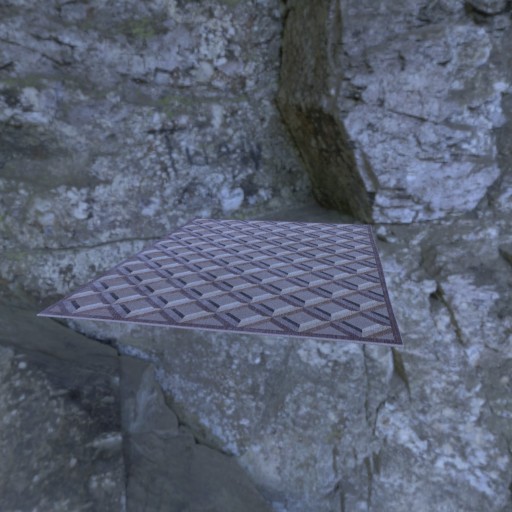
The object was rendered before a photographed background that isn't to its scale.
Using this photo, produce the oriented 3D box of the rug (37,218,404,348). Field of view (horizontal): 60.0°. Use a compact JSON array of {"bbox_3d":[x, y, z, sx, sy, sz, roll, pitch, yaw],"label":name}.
[{"bbox_3d":[0.000,0.000,2.922,1.600,0.013,2.260,3,16,10],"label":"rug"}]
